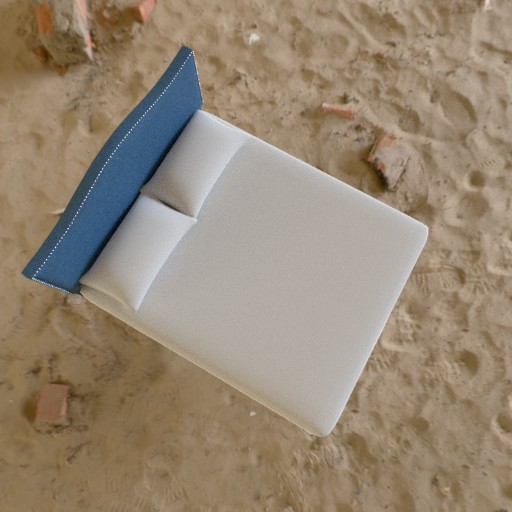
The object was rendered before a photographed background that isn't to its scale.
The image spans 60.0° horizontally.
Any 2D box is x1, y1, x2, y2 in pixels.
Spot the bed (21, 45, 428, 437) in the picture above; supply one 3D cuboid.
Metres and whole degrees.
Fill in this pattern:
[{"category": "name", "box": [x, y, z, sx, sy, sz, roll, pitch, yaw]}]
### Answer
[{"category": "bed", "box": [0.000, 0.000, 2.810, 1.872, 1.169, 1.610, 29, 78, 7]}]
